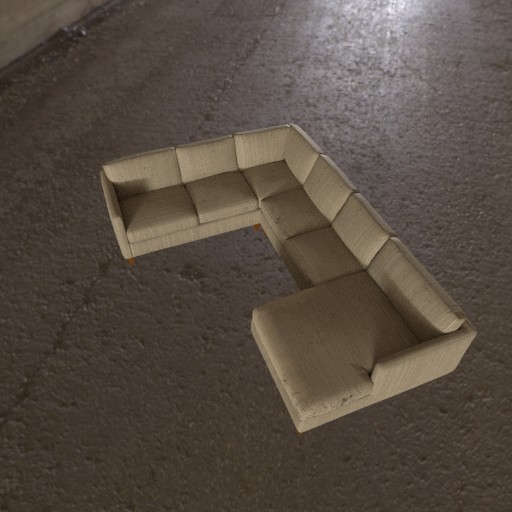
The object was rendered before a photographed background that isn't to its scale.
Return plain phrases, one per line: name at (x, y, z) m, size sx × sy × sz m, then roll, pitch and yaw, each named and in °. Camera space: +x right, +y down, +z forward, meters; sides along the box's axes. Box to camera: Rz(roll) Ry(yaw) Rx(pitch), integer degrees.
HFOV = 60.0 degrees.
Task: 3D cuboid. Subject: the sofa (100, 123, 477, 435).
sofa at (0.000, 0.000, 4.561) m, size 2.594 × 0.961 × 3.460 m, roll -16°, pitch 49°, yaw -15°
